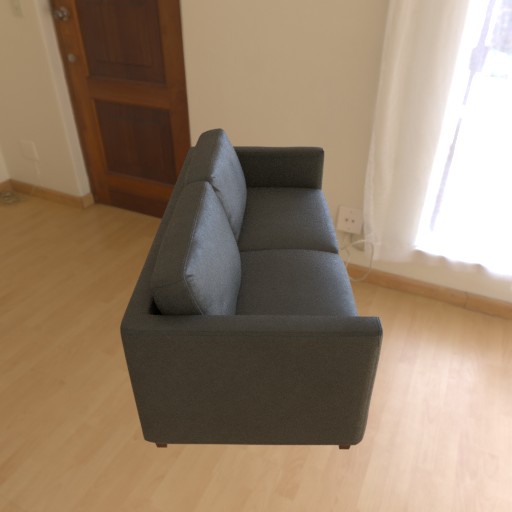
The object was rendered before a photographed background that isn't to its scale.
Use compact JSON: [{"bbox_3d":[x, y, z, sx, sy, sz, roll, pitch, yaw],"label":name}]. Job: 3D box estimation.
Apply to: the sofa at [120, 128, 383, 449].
[{"bbox_3d":[0.000,0.000,2.441,0.951,0.933,1.883,0,33,1],"label":"sofa"}]
